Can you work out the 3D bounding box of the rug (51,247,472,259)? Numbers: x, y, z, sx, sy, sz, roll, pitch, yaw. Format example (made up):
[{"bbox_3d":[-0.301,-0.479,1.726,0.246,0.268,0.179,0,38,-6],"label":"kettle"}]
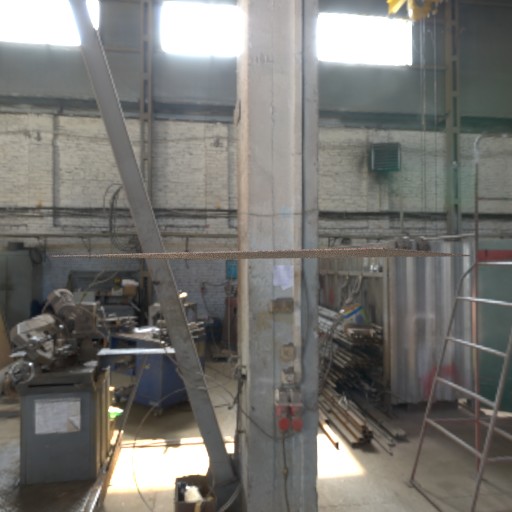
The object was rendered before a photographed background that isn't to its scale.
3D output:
[{"bbox_3d":[0.000,0.000,2.306,1.829,0.005,1.219,-1,-2,37],"label":"rug"}]
